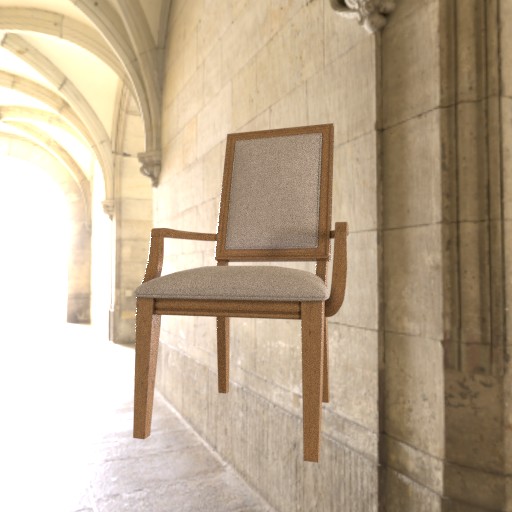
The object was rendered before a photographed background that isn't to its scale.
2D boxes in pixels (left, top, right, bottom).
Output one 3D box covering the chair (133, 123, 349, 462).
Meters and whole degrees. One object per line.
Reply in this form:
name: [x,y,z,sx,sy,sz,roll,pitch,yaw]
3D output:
chair: [0.000,0.000,1.413,0.606,0.990,0.602,-1,-2,18]
